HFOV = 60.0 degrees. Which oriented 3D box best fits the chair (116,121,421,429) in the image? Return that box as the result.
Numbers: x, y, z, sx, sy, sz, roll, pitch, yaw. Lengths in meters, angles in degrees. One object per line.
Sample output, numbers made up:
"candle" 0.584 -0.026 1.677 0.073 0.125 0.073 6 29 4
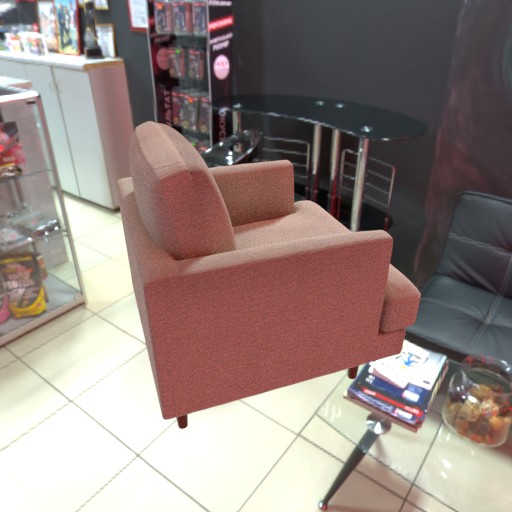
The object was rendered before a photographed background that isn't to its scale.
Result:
"chair" 0.000 0.000 1.679 0.899 0.957 0.858 -10 32 -17
